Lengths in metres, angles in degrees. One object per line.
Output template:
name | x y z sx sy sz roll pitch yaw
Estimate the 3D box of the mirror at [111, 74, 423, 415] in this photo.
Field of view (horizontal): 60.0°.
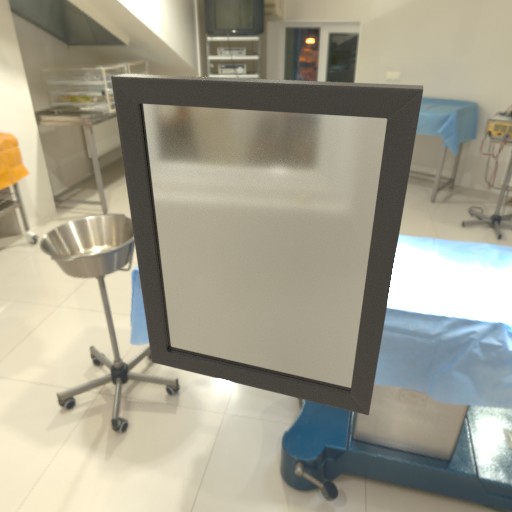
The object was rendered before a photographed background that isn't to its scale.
mirror | 0.000 0.000 0.685 0.405 0.508 0.041 9 29 16
